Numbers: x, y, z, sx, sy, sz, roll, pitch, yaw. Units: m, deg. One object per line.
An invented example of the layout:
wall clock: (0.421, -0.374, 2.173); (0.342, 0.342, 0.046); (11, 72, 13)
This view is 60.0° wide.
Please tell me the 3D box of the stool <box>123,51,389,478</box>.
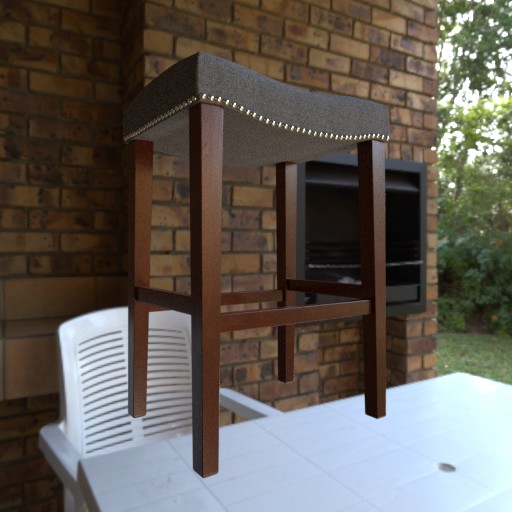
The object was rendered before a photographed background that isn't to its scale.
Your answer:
stool: (0.000, 0.000, 1.024); (0.504, 0.742, 0.372); (-1, 1, -36)
